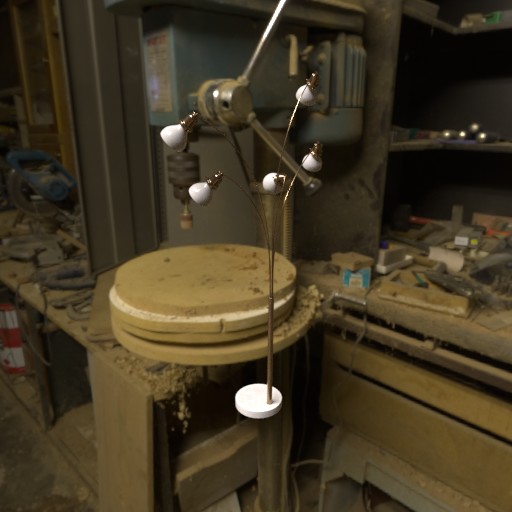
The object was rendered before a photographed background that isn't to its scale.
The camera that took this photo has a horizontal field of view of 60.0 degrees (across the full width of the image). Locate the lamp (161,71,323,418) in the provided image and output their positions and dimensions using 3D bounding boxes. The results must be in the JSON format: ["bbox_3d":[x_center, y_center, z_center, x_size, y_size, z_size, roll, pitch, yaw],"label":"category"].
[{"bbox_3d":[0.000,0.000,3.073,1.405,2.423,0.361,-16,24,-42],"label":"lamp"}]
